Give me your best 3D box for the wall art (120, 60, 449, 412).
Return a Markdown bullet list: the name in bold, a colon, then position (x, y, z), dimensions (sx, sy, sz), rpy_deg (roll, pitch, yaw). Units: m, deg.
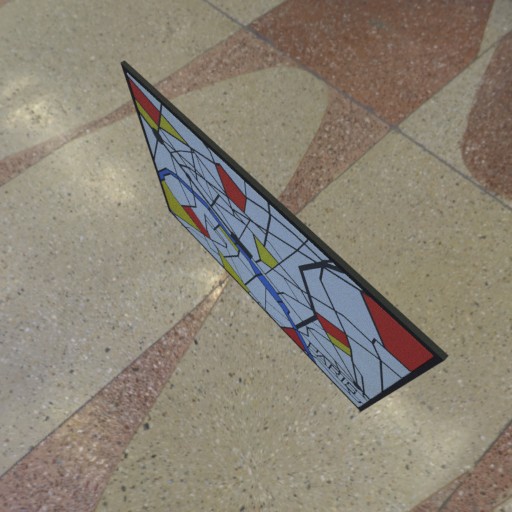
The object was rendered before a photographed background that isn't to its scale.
- **wall art**: position (0.000, 0.000, 1.206), dimensions (0.013, 0.665, 0.963), rpy_deg (-39, 70, -17)
